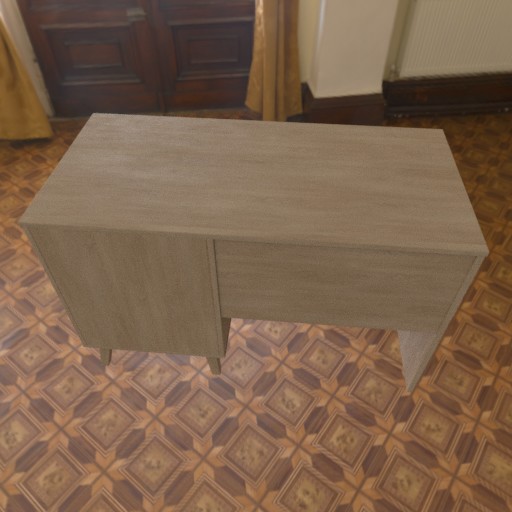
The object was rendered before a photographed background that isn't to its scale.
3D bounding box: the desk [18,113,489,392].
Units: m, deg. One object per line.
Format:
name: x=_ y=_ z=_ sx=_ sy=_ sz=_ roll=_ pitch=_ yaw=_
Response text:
desk: x=0.000 y=0.000 z=1.653 sx=1.251 sy=0.770 sz=0.600 roll=4 pitch=46 yaw=4
